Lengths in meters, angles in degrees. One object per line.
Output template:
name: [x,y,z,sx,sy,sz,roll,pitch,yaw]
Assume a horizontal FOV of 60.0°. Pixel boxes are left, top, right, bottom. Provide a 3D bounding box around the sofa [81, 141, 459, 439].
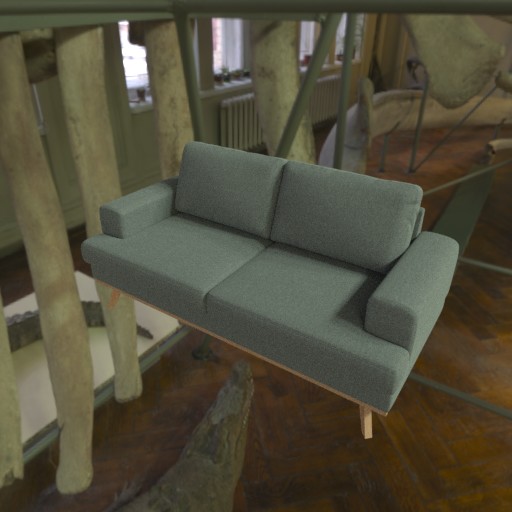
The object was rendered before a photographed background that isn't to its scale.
sofa: [0.000,0.000,2.111,1.650,0.810,0.785,18,34,29]
